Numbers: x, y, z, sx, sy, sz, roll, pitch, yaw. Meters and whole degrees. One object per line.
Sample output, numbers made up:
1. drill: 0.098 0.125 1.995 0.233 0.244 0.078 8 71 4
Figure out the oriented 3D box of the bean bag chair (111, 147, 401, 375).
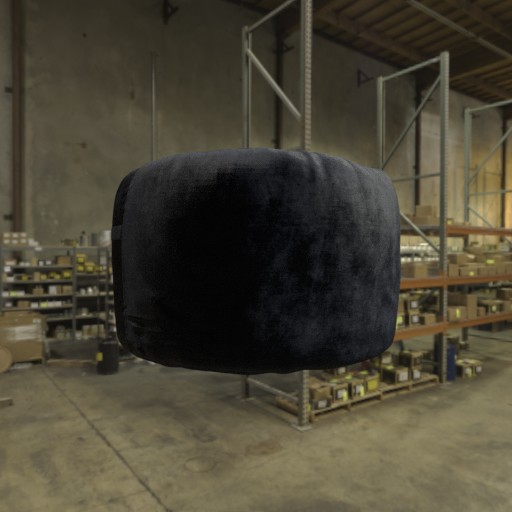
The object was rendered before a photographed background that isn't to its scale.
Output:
1. bean bag chair: 0.000 0.000 1.956 1.219 0.762 1.219 0 1 0
